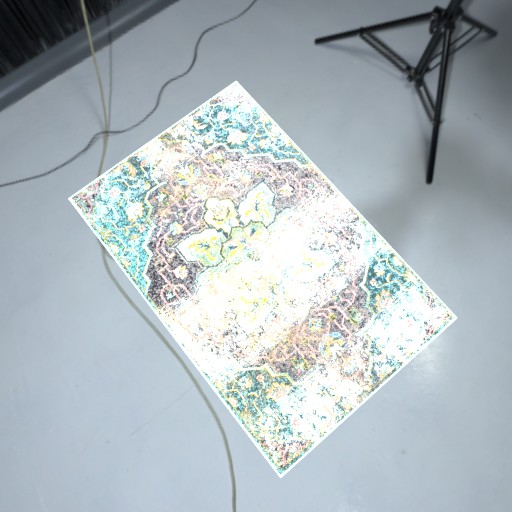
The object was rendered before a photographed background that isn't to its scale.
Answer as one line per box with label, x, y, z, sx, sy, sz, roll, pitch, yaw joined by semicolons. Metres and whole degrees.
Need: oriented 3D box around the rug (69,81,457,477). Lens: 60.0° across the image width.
rug;0.000;0.000;3.032;1.566;0.004;2.363;-37;78;-9
